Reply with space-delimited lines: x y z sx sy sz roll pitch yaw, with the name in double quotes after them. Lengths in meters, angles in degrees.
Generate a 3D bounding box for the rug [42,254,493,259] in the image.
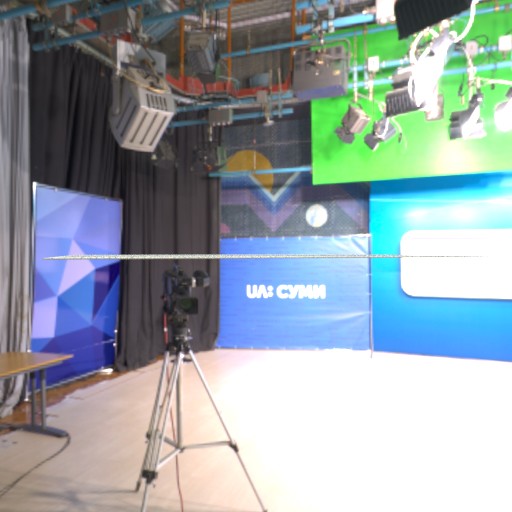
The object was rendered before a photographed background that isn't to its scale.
0.000 0.000 2.278 1.828 0.005 1.219 0 1 -18 "rug"
